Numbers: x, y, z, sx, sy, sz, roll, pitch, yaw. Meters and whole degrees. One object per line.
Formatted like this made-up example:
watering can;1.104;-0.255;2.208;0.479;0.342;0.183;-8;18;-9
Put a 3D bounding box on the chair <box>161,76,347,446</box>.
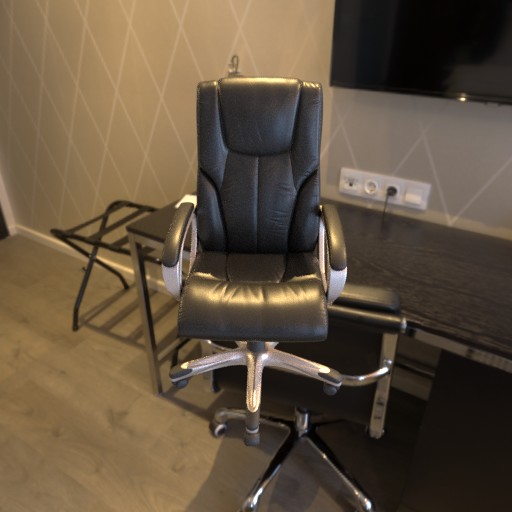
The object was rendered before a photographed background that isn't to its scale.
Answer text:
chair;0.000;0.000;1.637;0.700;1.145;0.780;1;30;2
